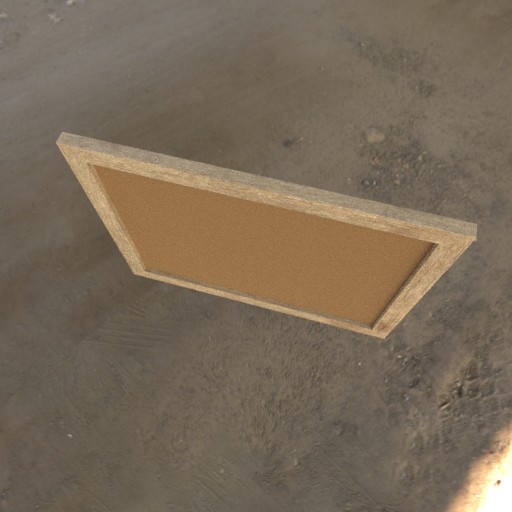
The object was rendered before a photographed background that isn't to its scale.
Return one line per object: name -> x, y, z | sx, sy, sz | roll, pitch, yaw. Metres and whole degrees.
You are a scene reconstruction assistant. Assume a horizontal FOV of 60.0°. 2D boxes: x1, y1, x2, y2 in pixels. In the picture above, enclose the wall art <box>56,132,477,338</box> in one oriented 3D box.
wall art -> 0.000, 0.000, 0.947 | 0.690, 0.535, 0.026 | 14, 64, 7
